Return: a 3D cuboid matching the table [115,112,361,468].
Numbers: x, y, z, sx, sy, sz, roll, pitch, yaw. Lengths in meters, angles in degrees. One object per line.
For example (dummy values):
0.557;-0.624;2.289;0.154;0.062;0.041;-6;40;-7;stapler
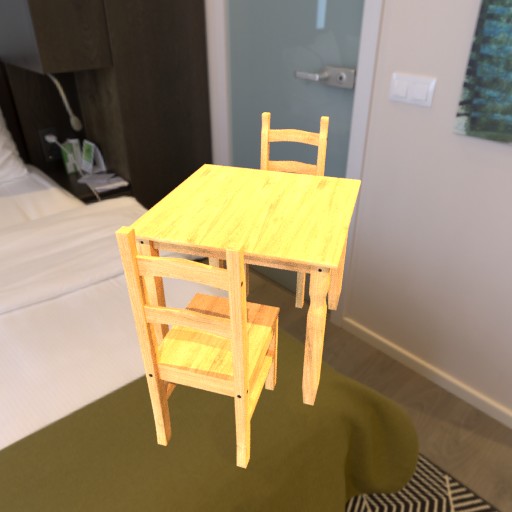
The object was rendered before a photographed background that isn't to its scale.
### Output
0.000;0.000;2.041;0.813;0.942;1.501;9;32;14;table
